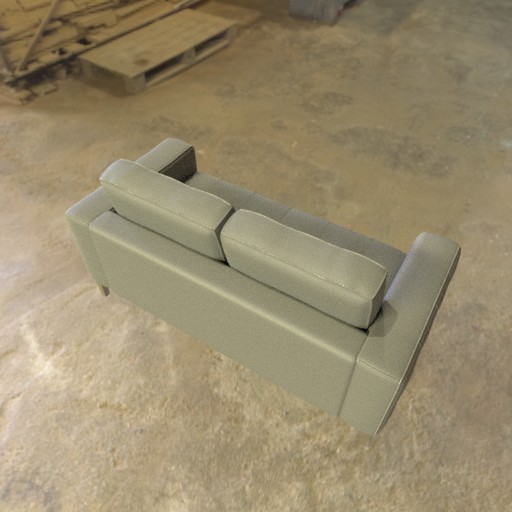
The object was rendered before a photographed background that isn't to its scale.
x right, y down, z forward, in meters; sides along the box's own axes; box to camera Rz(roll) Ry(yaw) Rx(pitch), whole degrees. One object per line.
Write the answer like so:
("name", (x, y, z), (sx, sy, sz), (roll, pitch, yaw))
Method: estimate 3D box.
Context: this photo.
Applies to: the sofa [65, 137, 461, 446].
("sofa", (0.000, 0.000, 2.200), (1.726, 0.893, 0.833), (24, 51, 21))
